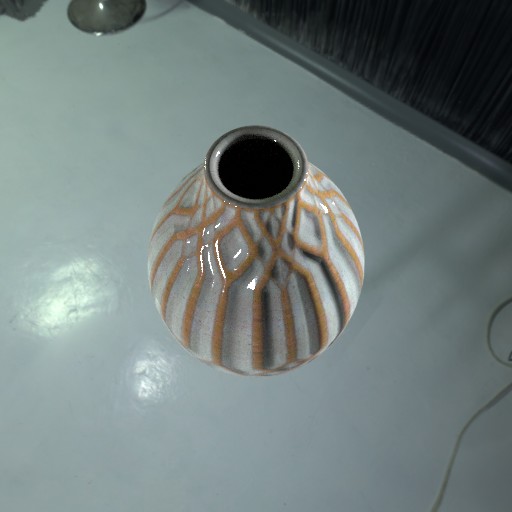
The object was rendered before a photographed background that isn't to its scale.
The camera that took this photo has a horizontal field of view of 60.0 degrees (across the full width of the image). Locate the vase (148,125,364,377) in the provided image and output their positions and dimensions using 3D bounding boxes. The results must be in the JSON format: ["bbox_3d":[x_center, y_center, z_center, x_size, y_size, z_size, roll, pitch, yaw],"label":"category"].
[{"bbox_3d":[0.000,0.000,0.264,0.131,0.175,0.131,0,64,0],"label":"vase"}]
